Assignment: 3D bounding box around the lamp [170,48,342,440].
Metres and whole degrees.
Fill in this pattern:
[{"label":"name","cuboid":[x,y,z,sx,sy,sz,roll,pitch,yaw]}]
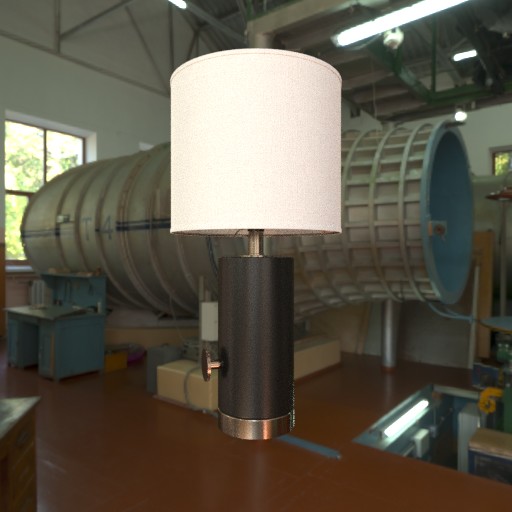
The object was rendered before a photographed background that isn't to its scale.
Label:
[{"label":"lamp","cuboid":[0.000,0.000,0.634,0.240,0.482,0.241,0,0,-18]}]
